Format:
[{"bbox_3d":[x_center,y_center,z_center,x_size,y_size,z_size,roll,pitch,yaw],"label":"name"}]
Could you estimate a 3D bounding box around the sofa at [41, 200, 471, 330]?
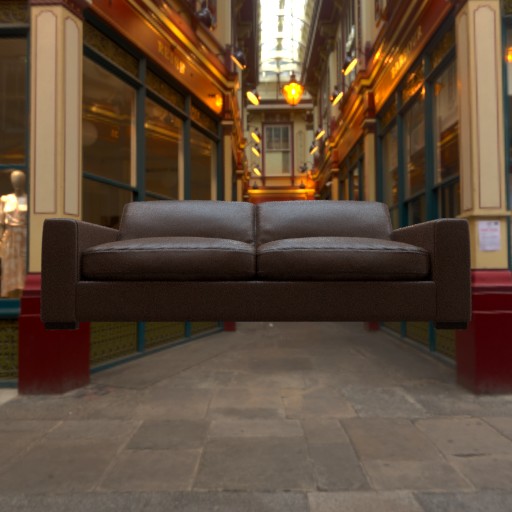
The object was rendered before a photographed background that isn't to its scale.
[{"bbox_3d":[0.000,0.000,2.823,2.262,0.801,1.070,0,-1,0],"label":"sofa"}]
